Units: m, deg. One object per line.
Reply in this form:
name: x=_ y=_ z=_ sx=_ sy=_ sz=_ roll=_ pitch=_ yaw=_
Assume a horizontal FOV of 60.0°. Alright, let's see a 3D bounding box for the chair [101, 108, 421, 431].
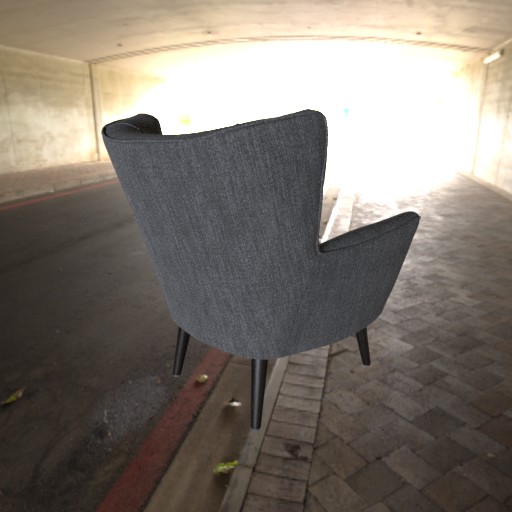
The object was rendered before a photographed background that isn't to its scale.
chair: x=0.000 y=0.000 z=1.510 sx=0.888 sy=0.933 sz=0.781 roll=-16 pitch=23 yaw=-42
